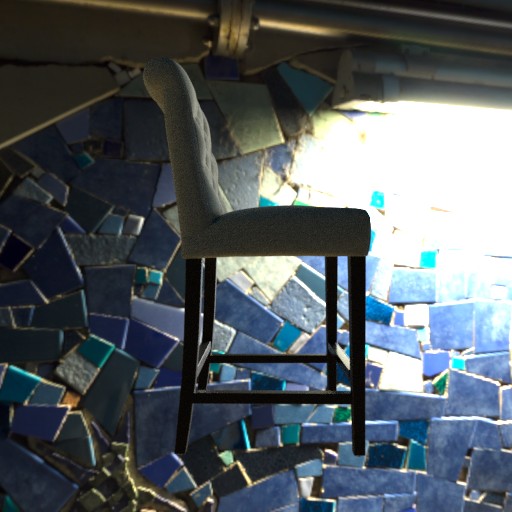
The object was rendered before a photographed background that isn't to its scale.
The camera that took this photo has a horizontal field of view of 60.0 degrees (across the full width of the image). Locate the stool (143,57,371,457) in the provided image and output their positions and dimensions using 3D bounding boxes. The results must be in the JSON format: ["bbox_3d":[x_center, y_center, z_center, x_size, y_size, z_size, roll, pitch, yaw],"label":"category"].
[{"bbox_3d":[0.000,0.000,1.371,0.601,1.040,0.493,0,1,0],"label":"stool"}]
